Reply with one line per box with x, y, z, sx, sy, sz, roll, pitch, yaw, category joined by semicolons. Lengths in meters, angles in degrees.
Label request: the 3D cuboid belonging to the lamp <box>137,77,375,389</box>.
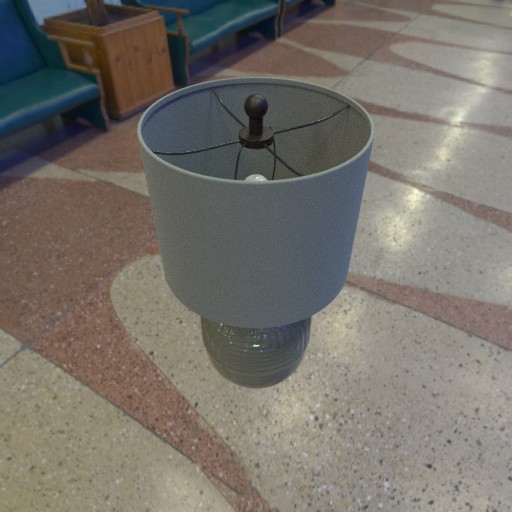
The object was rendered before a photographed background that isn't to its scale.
0.000;0.000;0.770;0.318;0.567;0.318;0;42;0;lamp
